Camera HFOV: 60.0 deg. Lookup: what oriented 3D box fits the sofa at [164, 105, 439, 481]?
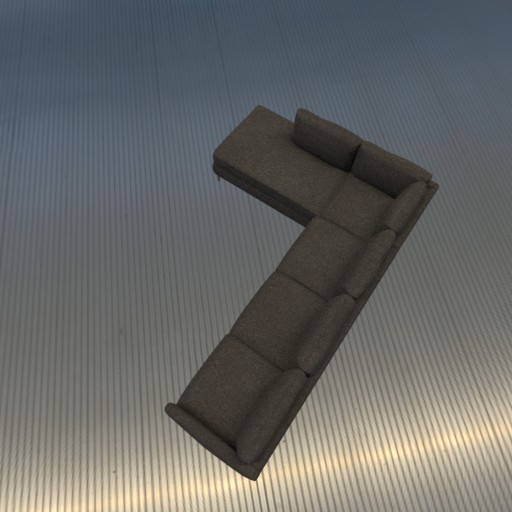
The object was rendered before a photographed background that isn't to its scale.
[{"bbox_3d":[0.000,0.000,3.865,2.007,0.815,2.949,32,68,15],"label":"sofa"}]
